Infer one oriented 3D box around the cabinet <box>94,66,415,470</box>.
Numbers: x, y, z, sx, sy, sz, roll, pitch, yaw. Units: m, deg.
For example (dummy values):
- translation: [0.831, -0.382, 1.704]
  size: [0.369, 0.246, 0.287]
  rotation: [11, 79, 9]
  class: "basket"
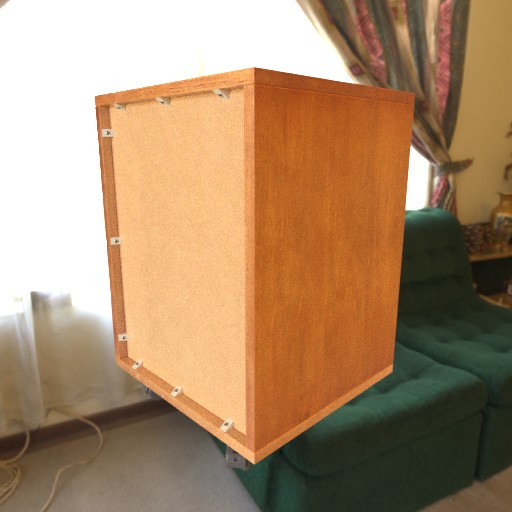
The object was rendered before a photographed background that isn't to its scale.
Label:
- translation: [0.000, 0.000, 0.843]
  size: [0.401, 0.579, 0.409]
  rotation: [-13, 19, -42]
  class: "cabinet"
